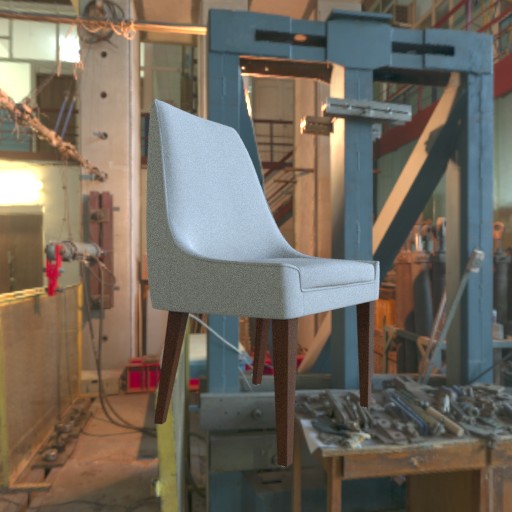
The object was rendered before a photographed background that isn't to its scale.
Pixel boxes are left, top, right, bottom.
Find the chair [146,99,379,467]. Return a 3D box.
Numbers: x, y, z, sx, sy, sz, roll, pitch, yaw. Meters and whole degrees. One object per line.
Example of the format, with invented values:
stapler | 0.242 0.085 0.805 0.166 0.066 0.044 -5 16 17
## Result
chair | 0.000 0.000 1.218 0.544 0.861 0.529 0 0 36
